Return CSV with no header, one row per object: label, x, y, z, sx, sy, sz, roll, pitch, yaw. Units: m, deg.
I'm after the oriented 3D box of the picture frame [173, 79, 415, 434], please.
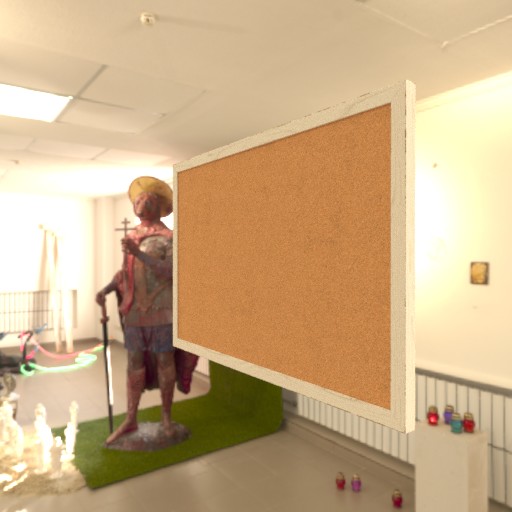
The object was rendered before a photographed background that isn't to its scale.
picture frame,0.000,0.000,1.191,0.029,0.640,0.950,0,0,-36
